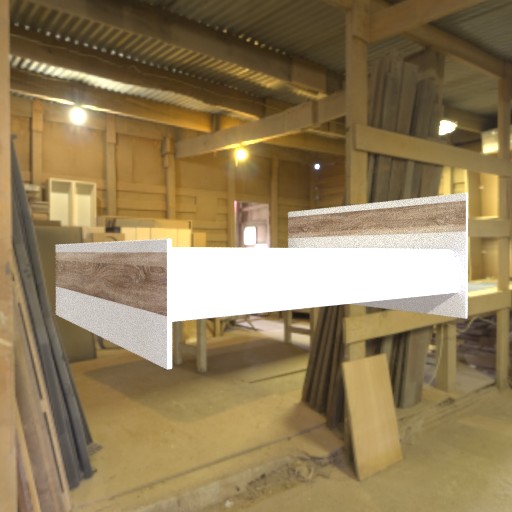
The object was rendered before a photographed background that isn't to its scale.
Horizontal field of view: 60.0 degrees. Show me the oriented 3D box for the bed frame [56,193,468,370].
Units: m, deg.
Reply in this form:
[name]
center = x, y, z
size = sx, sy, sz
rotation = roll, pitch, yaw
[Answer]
[bed frame]
center = 0.000, 0.000, 2.885
size = 2.060, 0.800, 1.720
rotation = 0, 1, -36
